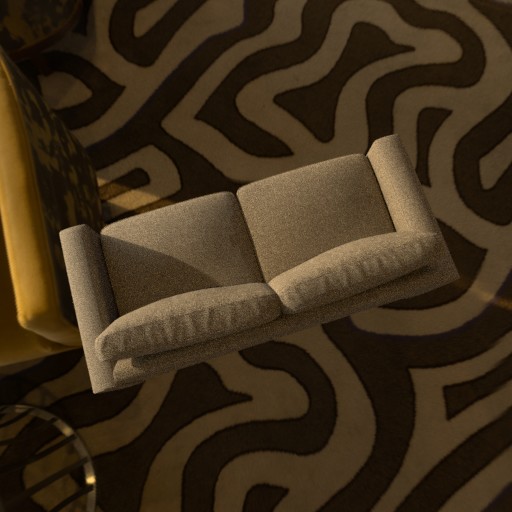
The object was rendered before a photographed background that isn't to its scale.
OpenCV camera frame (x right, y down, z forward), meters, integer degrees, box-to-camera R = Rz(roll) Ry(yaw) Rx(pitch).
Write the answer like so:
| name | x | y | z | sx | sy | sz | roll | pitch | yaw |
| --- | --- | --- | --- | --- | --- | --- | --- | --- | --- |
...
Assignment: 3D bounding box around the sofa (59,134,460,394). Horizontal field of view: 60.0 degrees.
| name | x | y | z | sx | sy | sz | roll | pitch | yaw |
| --- | --- | --- | --- | --- | --- | --- | --- | --- | --- |
| sofa | 0.000 | 0.000 | 2.722 | 2.179 | 0.873 | 1.016 | -17 | 77 | -4 |
